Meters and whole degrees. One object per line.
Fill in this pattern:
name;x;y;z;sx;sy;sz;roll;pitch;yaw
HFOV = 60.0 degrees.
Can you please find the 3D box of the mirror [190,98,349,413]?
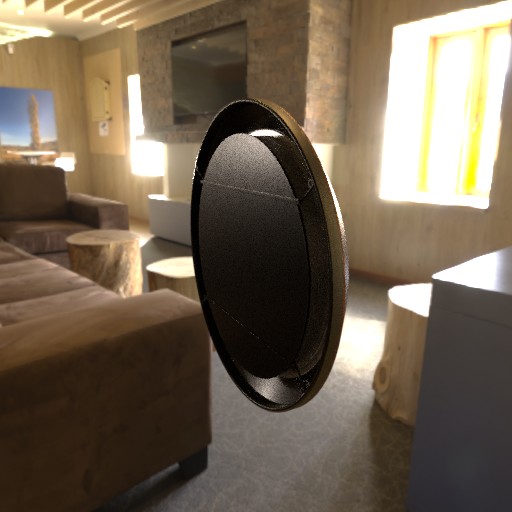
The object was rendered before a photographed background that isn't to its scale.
mirror;0.000;0.000;1.355;0.111;0.907;0.907;-7;16;-27
